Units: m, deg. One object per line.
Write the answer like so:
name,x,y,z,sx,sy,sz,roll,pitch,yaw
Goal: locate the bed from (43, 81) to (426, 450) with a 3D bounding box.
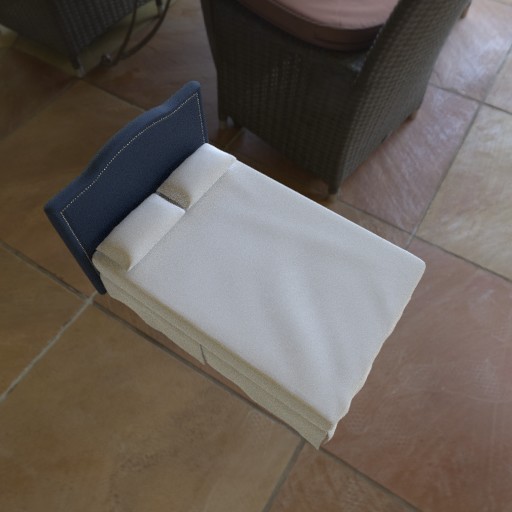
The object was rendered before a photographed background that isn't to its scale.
bed,0.000,0.000,3.637,2.507,1.441,1.741,31,64,17
